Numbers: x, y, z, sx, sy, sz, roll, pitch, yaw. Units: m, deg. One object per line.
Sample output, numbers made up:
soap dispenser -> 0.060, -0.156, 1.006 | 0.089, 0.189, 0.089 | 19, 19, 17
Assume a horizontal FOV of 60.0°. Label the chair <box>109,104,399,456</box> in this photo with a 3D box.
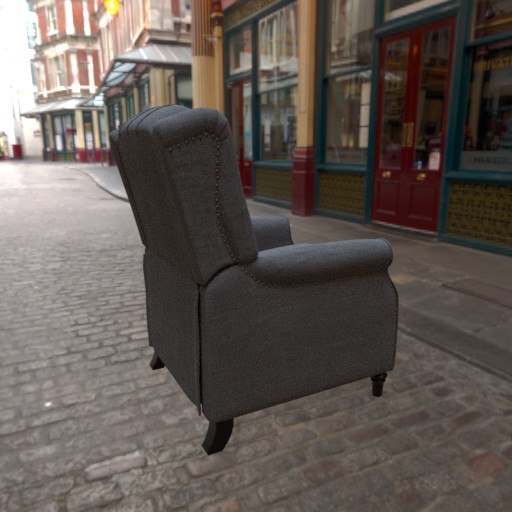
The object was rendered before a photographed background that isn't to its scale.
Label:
chair -> 0.000, 0.000, 1.656 | 0.898, 1.035, 0.742 | -7, 15, -27
